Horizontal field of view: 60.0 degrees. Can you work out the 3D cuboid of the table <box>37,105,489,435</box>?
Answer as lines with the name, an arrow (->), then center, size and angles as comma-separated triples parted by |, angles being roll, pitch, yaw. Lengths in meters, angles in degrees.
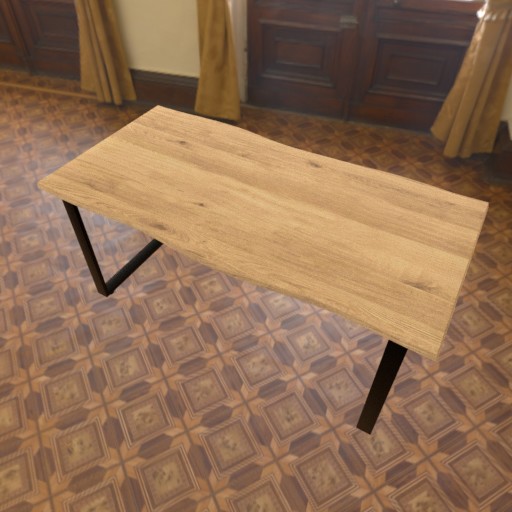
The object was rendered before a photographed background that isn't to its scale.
table -> 0.000, 0.000, 2.216 | 1.800, 0.780, 0.900 | 22, 49, 21
